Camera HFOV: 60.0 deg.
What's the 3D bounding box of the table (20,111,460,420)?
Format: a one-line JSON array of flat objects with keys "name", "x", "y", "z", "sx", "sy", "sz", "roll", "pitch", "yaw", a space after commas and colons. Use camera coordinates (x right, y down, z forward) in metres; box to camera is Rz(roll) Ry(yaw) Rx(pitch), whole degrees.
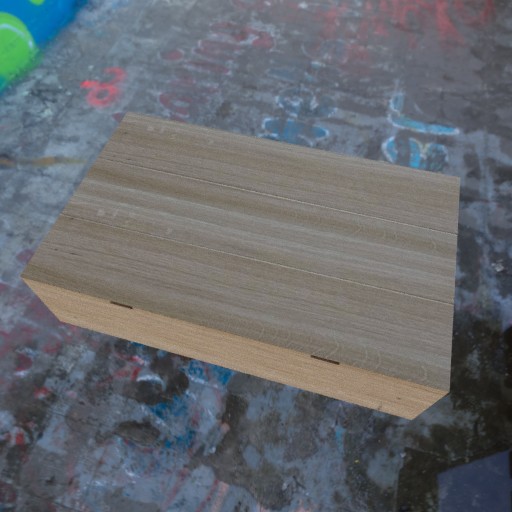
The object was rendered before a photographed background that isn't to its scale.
[{"name": "table", "x": 0.000, "y": 0.000, "z": 1.414, "sx": 1.110, "sy": 0.353, "sz": 0.678, "roll": 14, "pitch": 59, "yaw": 8}]
